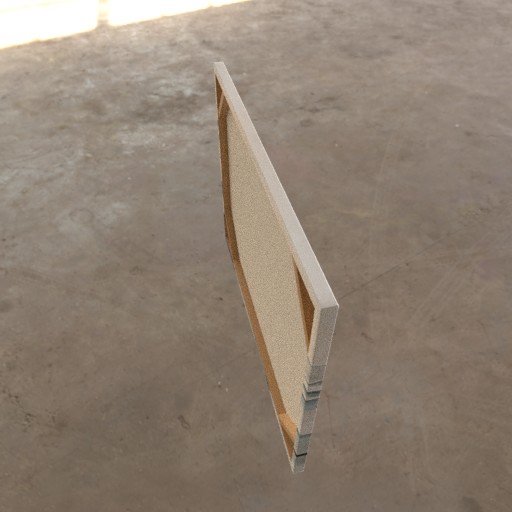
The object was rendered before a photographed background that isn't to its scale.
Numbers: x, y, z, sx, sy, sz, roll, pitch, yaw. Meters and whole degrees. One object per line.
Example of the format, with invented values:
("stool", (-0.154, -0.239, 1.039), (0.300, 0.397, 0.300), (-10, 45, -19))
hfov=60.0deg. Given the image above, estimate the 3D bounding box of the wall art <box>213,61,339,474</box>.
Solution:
("wall art", (0.000, 0.000, 1.603), (0.039, 0.915, 1.219), (-10, 46, -10))
